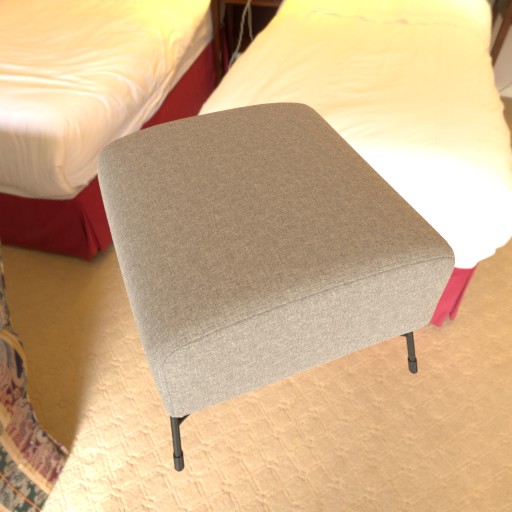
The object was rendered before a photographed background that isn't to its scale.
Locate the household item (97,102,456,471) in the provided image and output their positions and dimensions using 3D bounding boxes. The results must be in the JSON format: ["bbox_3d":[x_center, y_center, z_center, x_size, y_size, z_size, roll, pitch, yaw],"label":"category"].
[{"bbox_3d":[0.000,0.000,0.889,0.530,0.410,0.530,-17,49,-15],"label":"household item"}]
